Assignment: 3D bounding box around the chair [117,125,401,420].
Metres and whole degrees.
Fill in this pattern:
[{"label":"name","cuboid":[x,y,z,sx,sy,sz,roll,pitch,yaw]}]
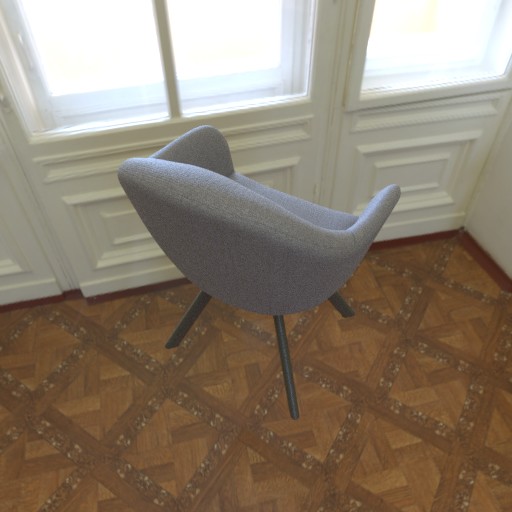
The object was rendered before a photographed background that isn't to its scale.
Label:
[{"label":"chair","cuboid":[0.000,0.000,1.197,0.590,0.795,0.550,23,50,21]}]
